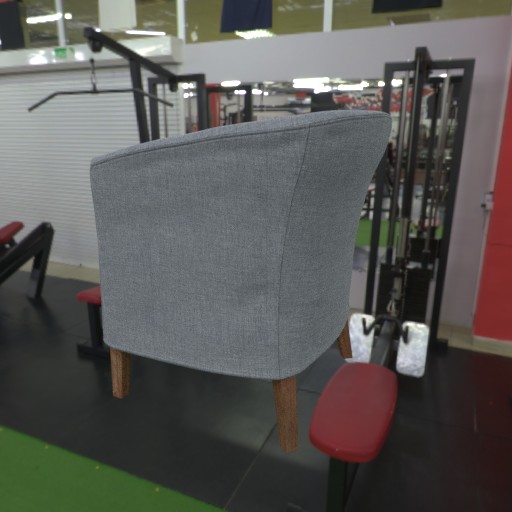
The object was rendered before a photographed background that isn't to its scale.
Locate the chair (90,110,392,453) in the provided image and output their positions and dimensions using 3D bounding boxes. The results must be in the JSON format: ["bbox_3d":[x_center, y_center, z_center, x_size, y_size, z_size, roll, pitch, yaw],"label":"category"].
[{"bbox_3d":[0.000,0.000,1.258,0.668,0.771,0.600,8,17,25],"label":"chair"}]
